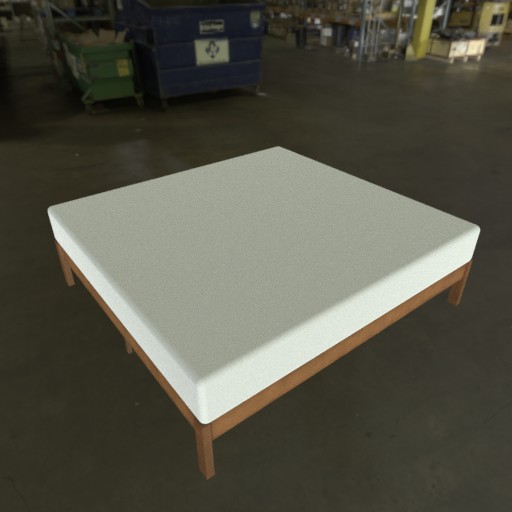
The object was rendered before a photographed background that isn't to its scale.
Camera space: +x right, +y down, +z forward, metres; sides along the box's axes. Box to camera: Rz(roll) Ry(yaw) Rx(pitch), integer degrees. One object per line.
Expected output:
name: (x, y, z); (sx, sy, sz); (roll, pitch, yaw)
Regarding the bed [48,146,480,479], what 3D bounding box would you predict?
bed: (0.000, 0.000, 2.995); (2.049, 0.616, 1.930); (-23, 39, -31)
